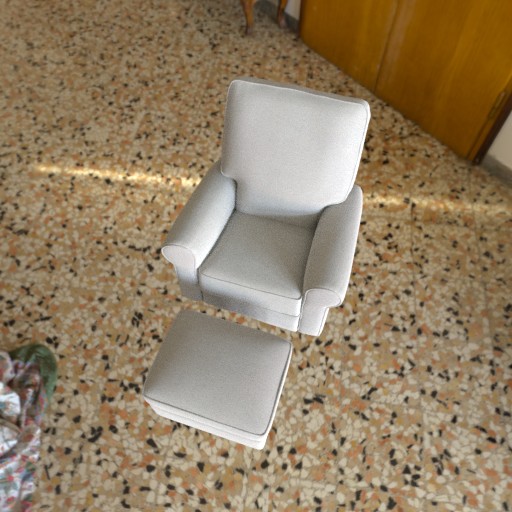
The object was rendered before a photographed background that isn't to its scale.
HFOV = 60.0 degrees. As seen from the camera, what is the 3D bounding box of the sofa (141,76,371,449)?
[{"bbox_3d":[0.000,0.000,2.070,0.880,0.959,1.478,15,58,10],"label":"sofa"}]
